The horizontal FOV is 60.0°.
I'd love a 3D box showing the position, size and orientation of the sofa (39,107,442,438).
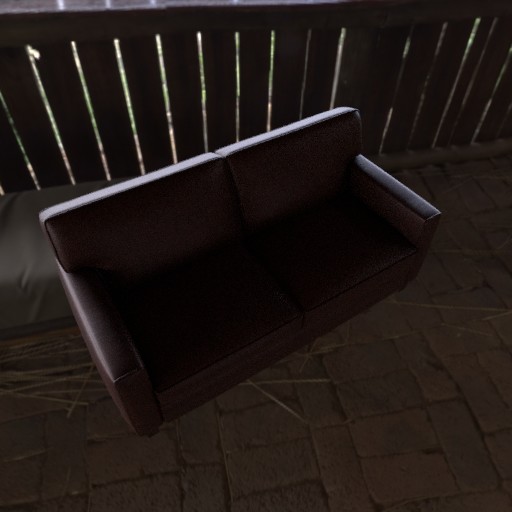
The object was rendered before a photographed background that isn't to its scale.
[{"bbox_3d":[0.000,0.000,2.367,1.876,0.928,0.912,-25,51,-22],"label":"sofa"}]
